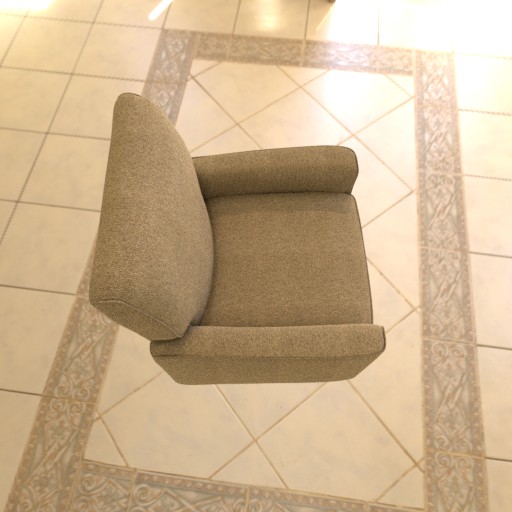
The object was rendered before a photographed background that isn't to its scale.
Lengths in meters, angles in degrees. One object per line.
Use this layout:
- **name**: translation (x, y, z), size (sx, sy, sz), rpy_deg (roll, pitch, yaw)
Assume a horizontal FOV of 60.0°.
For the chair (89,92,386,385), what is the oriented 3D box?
- **chair**: translation (0.000, 0.000, 1.643), size (0.858, 1.028, 0.841), rpy_deg (-2, 65, -1)
